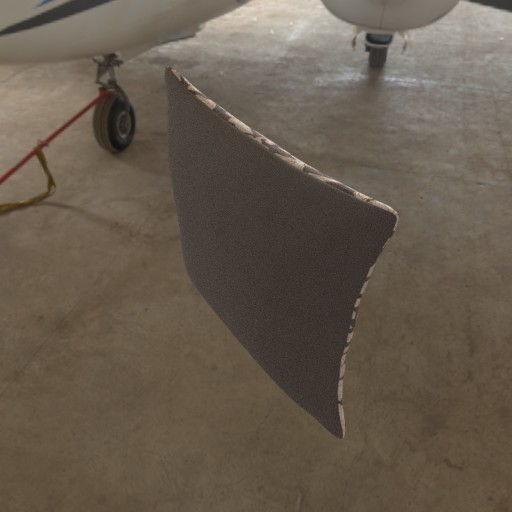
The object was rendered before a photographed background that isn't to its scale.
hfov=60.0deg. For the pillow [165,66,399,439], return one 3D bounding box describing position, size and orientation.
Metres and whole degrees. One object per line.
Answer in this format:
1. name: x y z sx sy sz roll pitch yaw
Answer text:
1. pillow: 0.000 0.000 0.783 0.166 0.507 0.526 -25 48 -25
